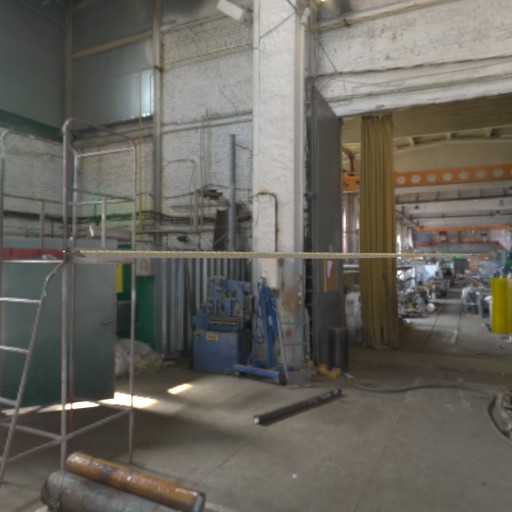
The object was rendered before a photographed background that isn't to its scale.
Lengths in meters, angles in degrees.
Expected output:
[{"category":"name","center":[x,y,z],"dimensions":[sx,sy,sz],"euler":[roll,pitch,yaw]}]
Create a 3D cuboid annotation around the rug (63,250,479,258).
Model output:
[{"category":"rug","center":[0.000,0.000,2.353],"dimensions":[1.802,0.008,1.247],"euler":[0,-1,-20]}]
